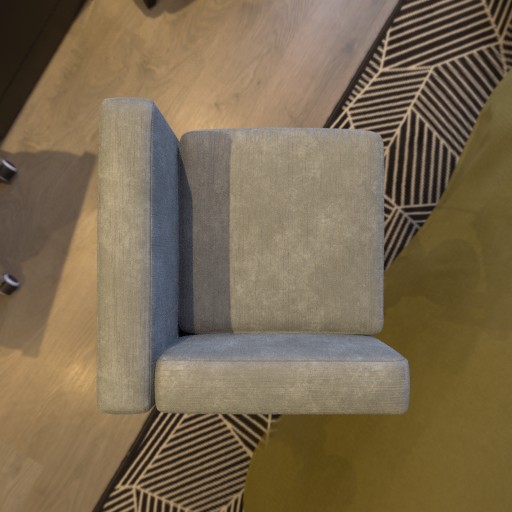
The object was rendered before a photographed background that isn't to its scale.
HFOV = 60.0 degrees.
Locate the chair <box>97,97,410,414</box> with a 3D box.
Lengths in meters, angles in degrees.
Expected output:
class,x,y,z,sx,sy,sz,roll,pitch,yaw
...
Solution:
class,x,y,z,sx,sy,sz,roll,pitch,yaw
chair,0.000,0.000,1.220,0.680,0.660,0.680,0,89,0
